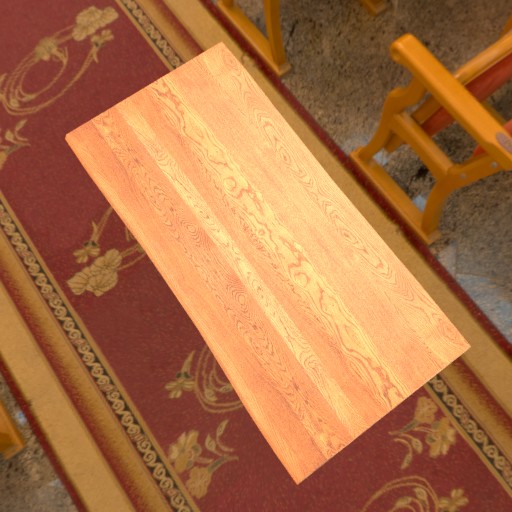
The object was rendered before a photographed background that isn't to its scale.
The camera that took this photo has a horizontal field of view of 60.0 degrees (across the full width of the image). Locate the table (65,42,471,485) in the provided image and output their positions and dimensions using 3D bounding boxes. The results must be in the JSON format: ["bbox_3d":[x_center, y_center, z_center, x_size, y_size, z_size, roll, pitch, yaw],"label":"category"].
[{"bbox_3d":[0.000,0.000,2.278,0.900,0.770,1.800,-35,78,-8],"label":"table"}]
